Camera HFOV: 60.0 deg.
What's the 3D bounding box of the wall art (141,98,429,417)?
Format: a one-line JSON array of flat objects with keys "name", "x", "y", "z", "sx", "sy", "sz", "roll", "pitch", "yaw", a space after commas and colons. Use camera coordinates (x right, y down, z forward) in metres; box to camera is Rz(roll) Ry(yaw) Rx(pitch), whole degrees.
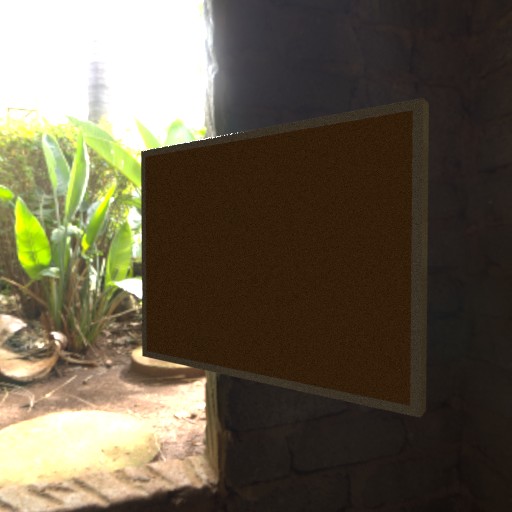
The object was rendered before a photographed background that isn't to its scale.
[{"name": "wall art", "x": 0.000, "y": 0.000, "z": 1.415, "sx": 1.041, "sy": 0.787, "sz": 0.053, "roll": 1, "pitch": 2, "yaw": 36}]
